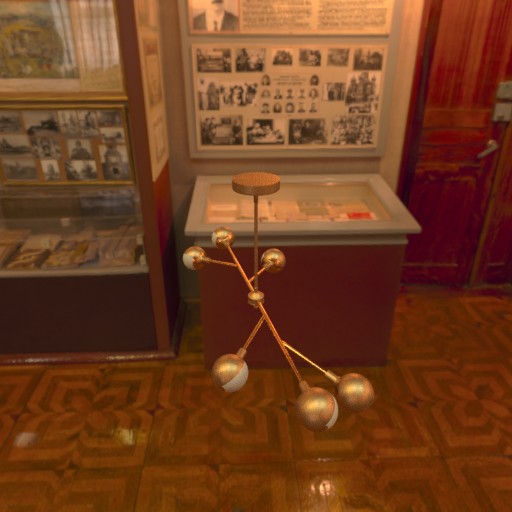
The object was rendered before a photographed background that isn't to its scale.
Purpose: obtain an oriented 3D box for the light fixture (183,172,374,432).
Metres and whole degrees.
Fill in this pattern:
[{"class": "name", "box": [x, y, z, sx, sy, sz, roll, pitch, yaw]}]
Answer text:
[{"class": "light fixture", "box": [0.000, 0.000, 1.010, 0.434, 0.362, 0.778, 0, 26, 0]}]
